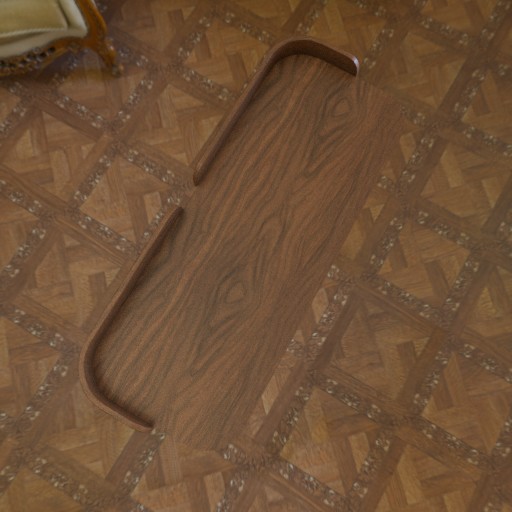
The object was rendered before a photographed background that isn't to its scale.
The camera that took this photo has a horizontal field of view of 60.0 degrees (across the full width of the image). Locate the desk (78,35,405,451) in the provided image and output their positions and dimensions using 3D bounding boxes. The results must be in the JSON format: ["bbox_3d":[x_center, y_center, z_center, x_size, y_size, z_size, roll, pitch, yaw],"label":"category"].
[{"bbox_3d":[0.000,0.000,1.647,0.486,0.800,1.256,29,80,6],"label":"desk"}]
